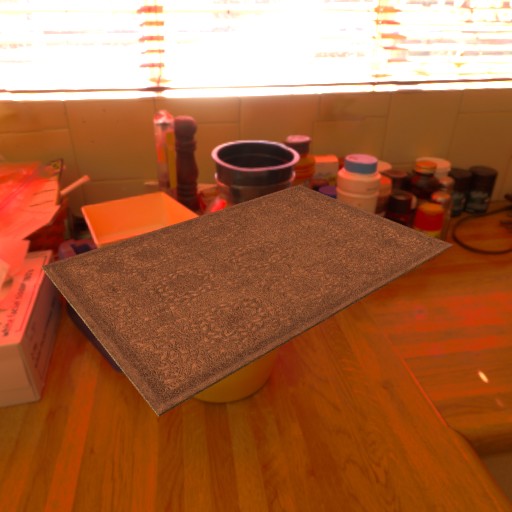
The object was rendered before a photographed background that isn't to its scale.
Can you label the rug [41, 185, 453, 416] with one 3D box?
[{"bbox_3d":[0.000,0.000,2.343,1.819,0.012,1.208,-22,36,-34],"label":"rug"}]
